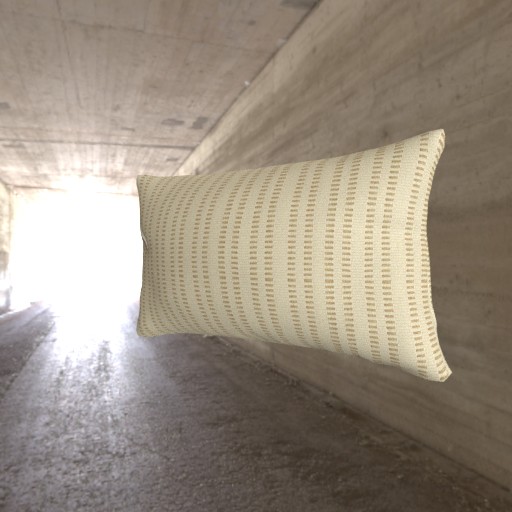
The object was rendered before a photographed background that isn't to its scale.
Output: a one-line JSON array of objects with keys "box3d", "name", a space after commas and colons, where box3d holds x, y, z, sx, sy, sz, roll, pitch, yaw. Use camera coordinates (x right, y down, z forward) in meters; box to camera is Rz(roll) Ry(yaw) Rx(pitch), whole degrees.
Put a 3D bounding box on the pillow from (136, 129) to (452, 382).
[{"box3d": [0.000, 0.000, 0.786, 0.640, 0.353, 0.210, 0, 0, 34], "name": "pillow"}]
